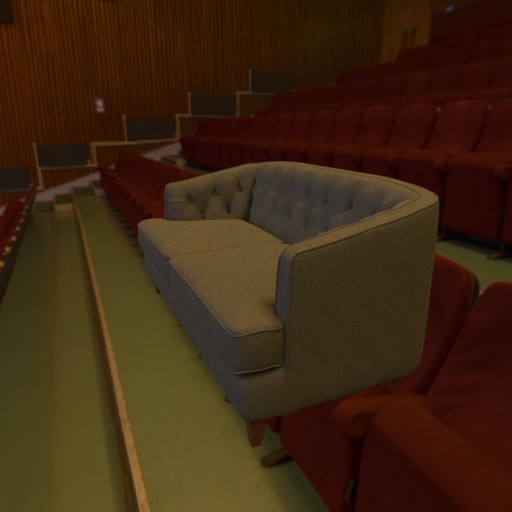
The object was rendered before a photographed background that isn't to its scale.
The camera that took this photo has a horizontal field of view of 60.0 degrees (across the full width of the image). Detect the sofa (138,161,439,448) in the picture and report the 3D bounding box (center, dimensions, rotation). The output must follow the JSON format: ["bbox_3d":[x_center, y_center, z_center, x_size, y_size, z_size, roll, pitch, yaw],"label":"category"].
[{"bbox_3d":[0.000,0.000,2.265,0.941,0.855,1.733,-7,18,-23],"label":"sofa"}]
